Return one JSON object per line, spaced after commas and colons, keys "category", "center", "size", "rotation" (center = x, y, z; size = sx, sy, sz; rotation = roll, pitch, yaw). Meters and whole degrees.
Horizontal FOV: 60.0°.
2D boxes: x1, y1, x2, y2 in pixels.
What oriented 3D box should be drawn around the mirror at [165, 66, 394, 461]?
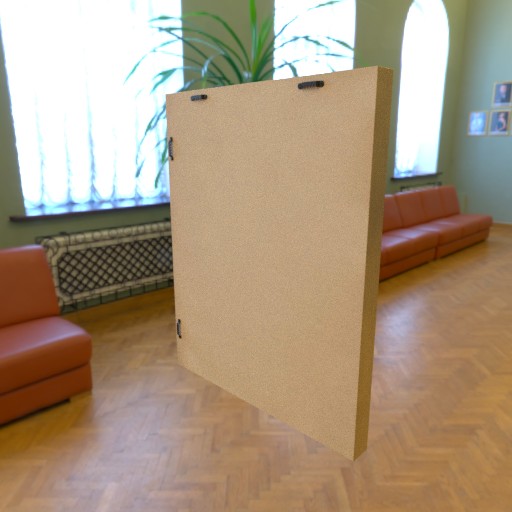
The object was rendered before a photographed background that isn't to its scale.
{"category": "mirror", "center": [0.000, 0.000, 0.697], "size": [0.406, 0.509, 0.041], "rotation": [13, 19, 43]}
